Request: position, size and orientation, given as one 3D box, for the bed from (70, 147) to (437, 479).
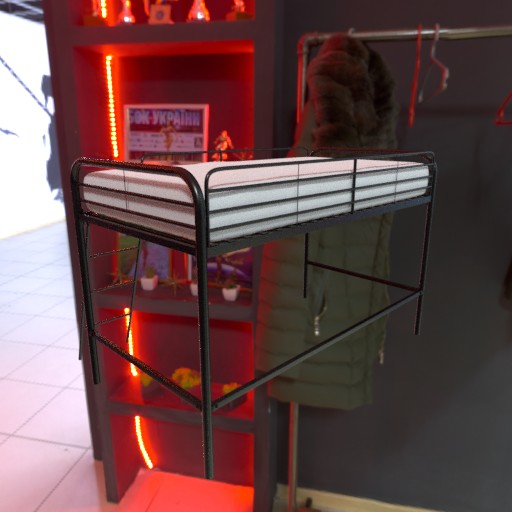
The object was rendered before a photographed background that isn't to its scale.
[{"bbox_3d":[0.000,0.000,2.822,1.393,1.289,1.968,15,22,43],"label":"bed"}]
